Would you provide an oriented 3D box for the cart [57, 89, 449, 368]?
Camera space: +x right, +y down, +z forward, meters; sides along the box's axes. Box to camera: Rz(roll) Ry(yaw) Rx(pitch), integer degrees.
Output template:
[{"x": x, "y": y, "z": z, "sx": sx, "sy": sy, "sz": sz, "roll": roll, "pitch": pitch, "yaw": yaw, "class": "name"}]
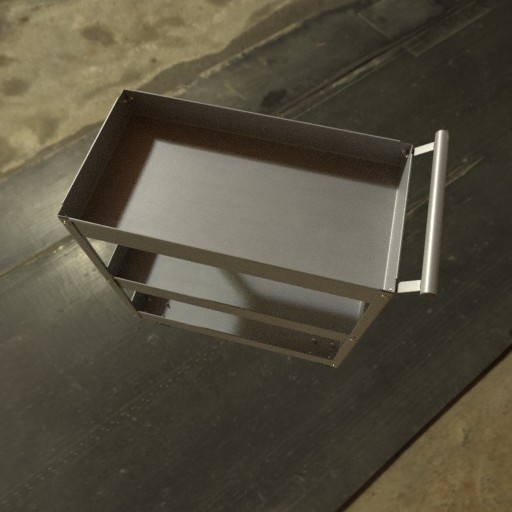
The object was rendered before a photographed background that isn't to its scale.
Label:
[{"x": 0.000, "y": 0.000, "z": 1.202, "sx": 0.719, "sy": 0.780, "sz": 0.366, "roll": 13, "pitch": 64, "yaw": 6, "class": "cart"}]
